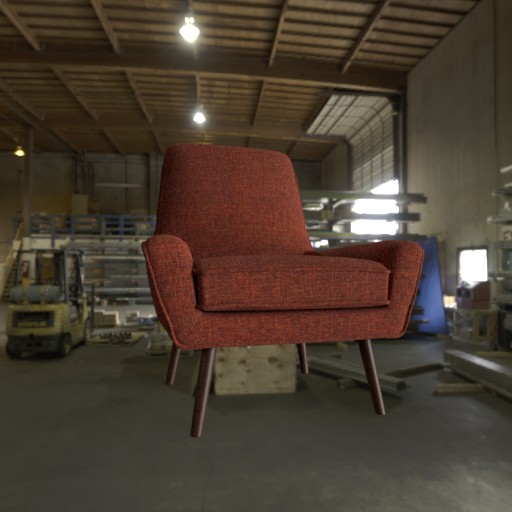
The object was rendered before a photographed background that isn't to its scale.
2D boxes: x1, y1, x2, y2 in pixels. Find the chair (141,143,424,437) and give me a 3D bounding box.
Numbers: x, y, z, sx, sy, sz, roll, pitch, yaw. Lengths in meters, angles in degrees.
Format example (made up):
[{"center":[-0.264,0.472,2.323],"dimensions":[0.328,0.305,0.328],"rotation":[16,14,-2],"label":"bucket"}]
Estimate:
[{"center":[0.000,0.000,1.508],"dimensions":[0.803,0.911,0.784],"rotation":[1,-2,-18],"label":"chair"}]
